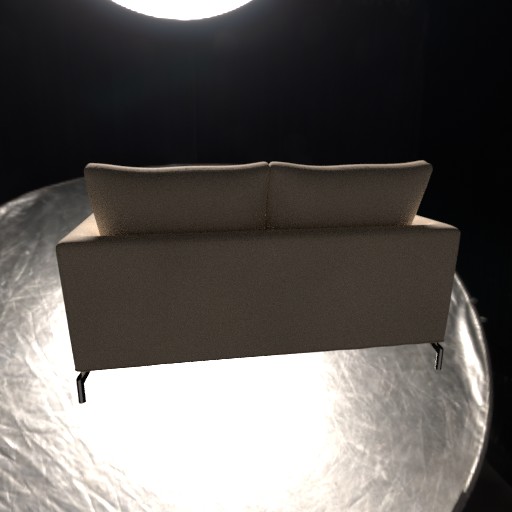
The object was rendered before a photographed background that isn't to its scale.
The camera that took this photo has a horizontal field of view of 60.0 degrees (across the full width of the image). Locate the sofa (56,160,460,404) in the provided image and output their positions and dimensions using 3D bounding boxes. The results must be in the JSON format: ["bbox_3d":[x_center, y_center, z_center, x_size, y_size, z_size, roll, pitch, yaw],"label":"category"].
[{"bbox_3d":[0.000,0.000,2.328,1.739,0.995,0.906,-3,15,-10],"label":"sofa"}]
